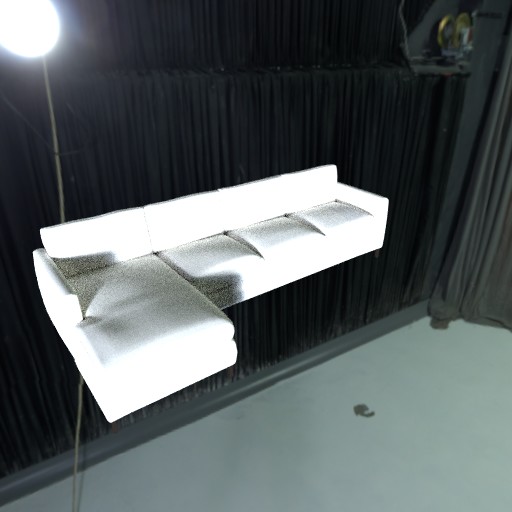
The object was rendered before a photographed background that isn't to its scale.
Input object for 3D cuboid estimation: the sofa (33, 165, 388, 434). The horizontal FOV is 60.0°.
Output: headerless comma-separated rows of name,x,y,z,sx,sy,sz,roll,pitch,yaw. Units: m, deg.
sofa,0.000,0.000,3.739,3.186,0.875,1.467,-18,32,-33
